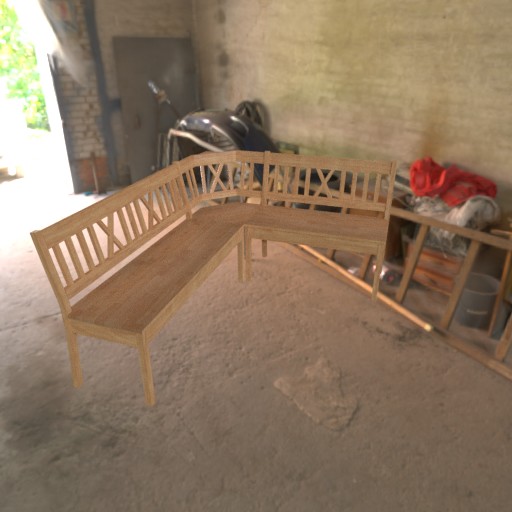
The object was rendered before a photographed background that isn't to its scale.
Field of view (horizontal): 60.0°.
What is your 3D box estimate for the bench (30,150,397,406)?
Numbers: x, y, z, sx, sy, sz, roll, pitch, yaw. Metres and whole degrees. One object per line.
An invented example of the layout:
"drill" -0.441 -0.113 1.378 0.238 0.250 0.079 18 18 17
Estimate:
"bench" 0.000 0.000 2.828 1.537 0.902 1.937 8 27 16
